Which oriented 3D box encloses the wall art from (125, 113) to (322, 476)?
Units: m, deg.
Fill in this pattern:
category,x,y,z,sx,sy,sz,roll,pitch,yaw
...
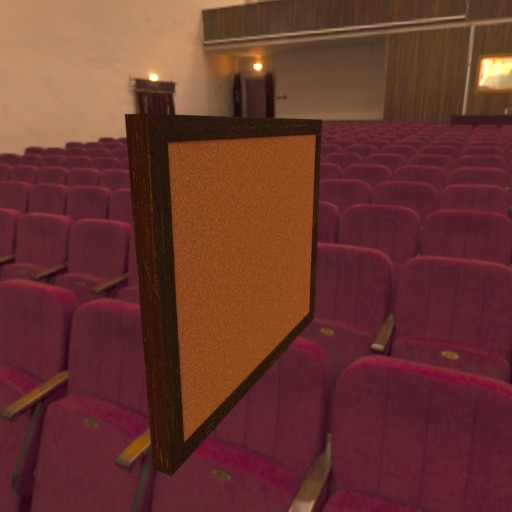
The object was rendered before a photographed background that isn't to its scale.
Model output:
category,x,y,z,sx,sy,sz,roll,pitch,yaw
wall art,0.000,0.000,0.767,0.032,0.457,0.558,8,18,26
